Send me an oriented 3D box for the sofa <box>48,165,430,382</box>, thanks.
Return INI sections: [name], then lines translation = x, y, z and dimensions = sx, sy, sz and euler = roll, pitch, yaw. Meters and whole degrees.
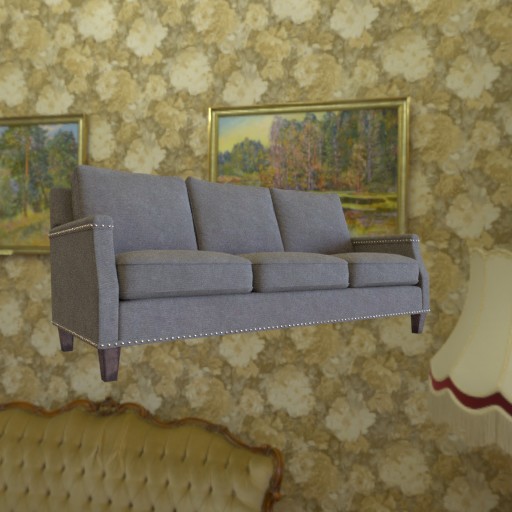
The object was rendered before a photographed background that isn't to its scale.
[sofa]
translation = 0.000, 0.000, 2.768
dimensions = 2.226, 1.042, 1.034
euler = 1, -1, -35
